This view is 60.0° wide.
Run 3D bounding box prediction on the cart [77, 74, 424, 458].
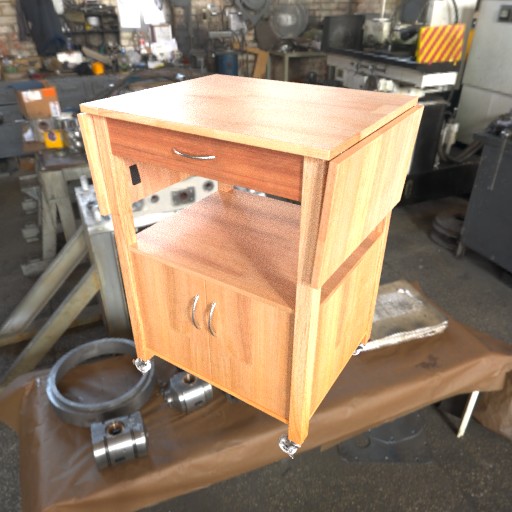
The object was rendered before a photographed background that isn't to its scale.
[{"bbox_3d":[0.000,0.000,1.237,0.640,0.838,0.508,18,36,28],"label":"cart"}]
